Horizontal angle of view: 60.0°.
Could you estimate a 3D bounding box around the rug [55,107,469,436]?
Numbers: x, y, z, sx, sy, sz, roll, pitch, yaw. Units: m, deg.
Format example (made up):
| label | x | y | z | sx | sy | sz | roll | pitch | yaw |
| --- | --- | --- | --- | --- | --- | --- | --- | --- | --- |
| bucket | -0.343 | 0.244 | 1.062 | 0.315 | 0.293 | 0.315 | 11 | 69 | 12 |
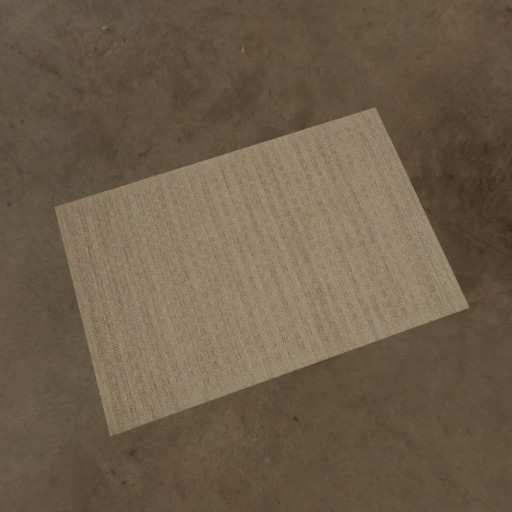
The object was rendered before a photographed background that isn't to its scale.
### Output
| label | x | y | z | sx | sy | sz | roll | pitch | yaw |
| --- | --- | --- | --- | --- | --- | --- | --- | --- | --- |
| rug | 0.000 | 0.000 | 2.172 | 1.752 | 0.006 | 1.142 | -18 | 76 | -5 |
